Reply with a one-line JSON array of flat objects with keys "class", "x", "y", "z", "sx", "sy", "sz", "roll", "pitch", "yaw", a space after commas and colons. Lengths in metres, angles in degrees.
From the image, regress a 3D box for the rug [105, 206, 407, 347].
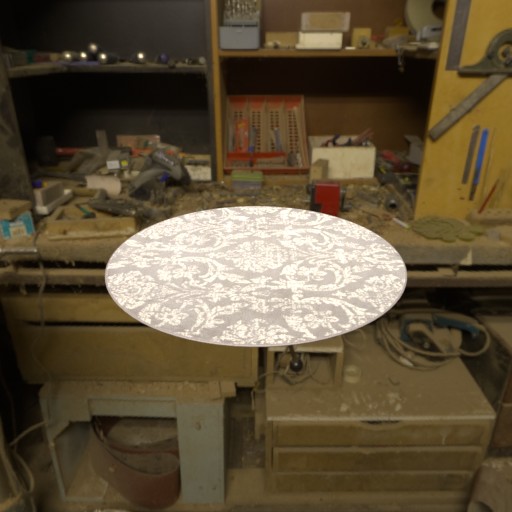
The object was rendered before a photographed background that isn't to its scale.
[{"class": "rug", "x": 0.000, "y": 0.000, "z": 2.442, "sx": 1.593, "sy": 0.012, "sz": 1.593, "roll": 0, "pitch": 26, "yaw": 0}]
